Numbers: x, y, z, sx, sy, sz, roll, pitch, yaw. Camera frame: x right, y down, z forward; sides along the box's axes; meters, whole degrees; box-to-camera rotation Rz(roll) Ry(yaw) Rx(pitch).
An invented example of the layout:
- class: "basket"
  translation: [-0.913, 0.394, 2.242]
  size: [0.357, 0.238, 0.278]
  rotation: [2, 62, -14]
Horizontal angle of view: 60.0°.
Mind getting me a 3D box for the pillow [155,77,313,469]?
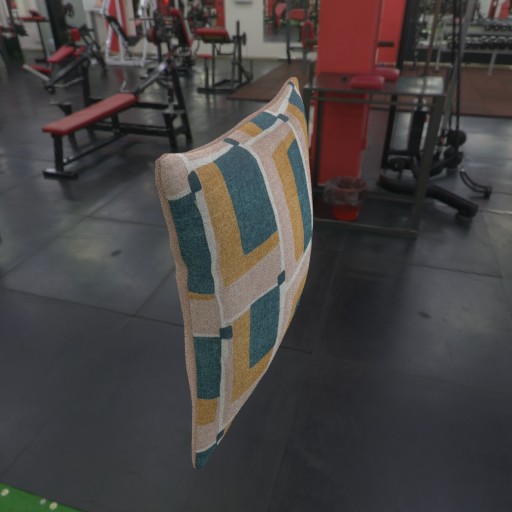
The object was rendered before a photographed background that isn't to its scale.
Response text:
- class: "pillow"
  translation: [0.000, 0.000, 0.724]
  size: [0.158, 0.479, 0.478]
  rotation: [11, 33, 17]
